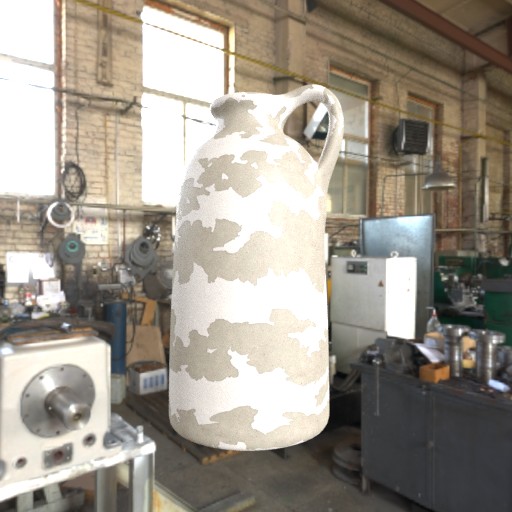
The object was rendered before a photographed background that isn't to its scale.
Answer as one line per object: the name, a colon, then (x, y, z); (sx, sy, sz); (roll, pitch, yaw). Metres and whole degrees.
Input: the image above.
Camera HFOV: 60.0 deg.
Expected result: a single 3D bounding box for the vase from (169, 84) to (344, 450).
vase: (0.000, 0.000, 0.517); (0.203, 0.382, 0.186); (0, 1, 19)
